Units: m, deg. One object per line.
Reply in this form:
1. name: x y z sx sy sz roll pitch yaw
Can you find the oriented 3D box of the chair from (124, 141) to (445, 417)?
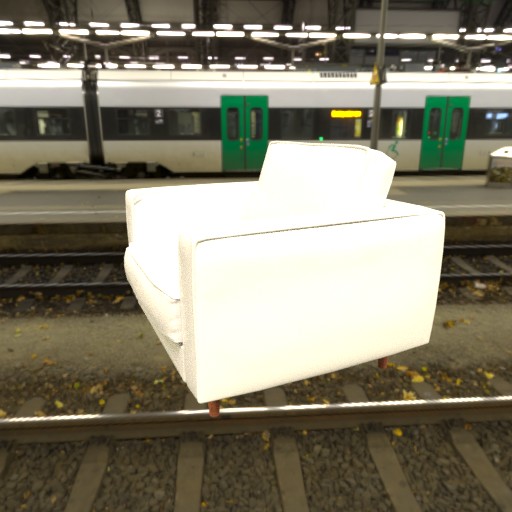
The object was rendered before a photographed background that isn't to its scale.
1. chair: 0.000 0.000 1.570 0.843 0.773 0.928 -8 18 -24
